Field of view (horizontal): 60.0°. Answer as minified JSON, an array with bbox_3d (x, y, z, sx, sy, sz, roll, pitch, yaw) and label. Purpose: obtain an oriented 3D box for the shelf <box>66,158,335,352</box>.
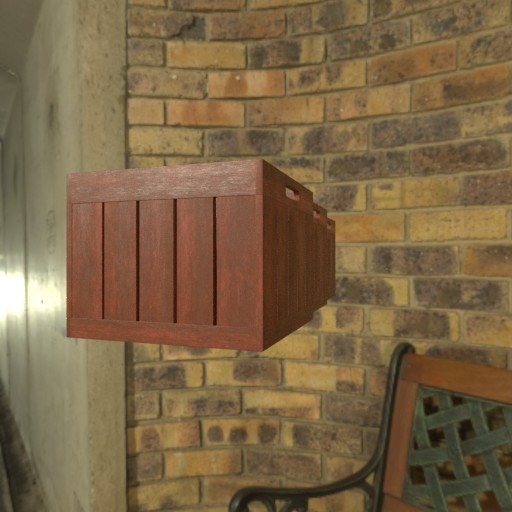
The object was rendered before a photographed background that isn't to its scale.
[{"bbox_3d":[0.000,0.000,1.280,0.393,0.311,1.064,0,0,19],"label":"shelf"}]
